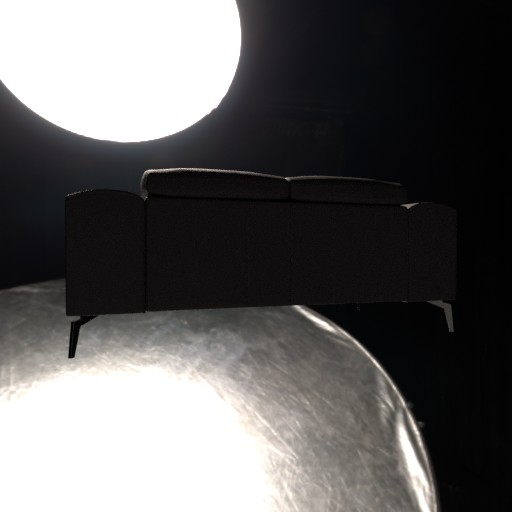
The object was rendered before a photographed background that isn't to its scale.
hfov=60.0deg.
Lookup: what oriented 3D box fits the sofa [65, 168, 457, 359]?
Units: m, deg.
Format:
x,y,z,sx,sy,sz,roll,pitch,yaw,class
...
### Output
x,y,z,sx,sy,sz,roll,pitch,yaw,class
0.000,0.000,2.456,1.895,0.779,1.003,0,1,-18,sofa
